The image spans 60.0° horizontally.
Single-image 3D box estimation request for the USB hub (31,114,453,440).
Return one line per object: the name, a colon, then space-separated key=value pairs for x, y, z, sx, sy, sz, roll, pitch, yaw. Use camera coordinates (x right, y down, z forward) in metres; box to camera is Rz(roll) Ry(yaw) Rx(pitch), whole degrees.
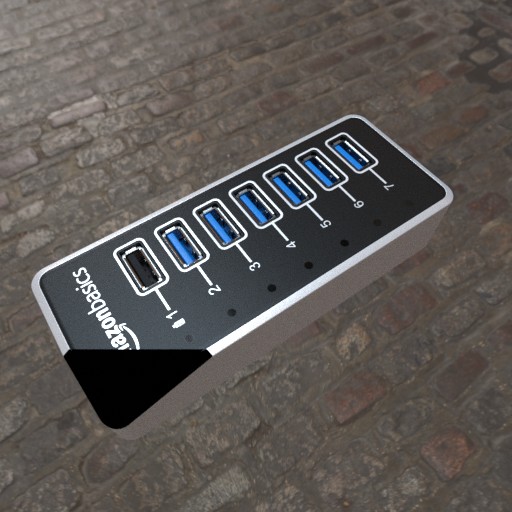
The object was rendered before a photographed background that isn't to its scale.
USB hub: x=0.000 y=0.000 z=0.127 sx=0.110 sy=0.023 sz=0.044 roll=-30 pitch=62 yaw=-18
